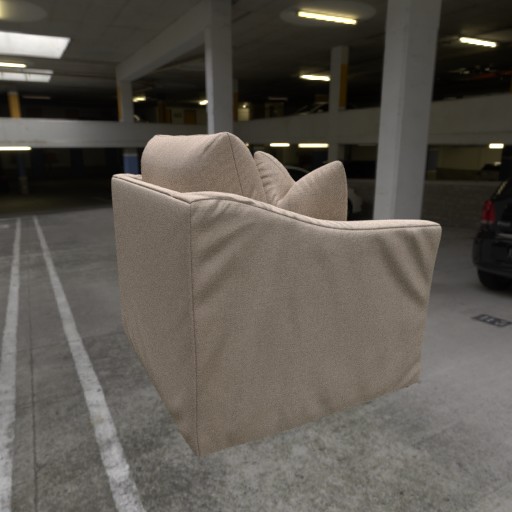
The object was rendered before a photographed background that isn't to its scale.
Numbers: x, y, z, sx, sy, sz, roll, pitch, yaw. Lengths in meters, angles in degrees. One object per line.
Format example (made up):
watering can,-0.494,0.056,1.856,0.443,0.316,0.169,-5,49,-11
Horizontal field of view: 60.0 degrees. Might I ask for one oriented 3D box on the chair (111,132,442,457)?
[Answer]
chair,0.000,0.000,2.060,1.071,1.093,1.194,-7,16,-27
